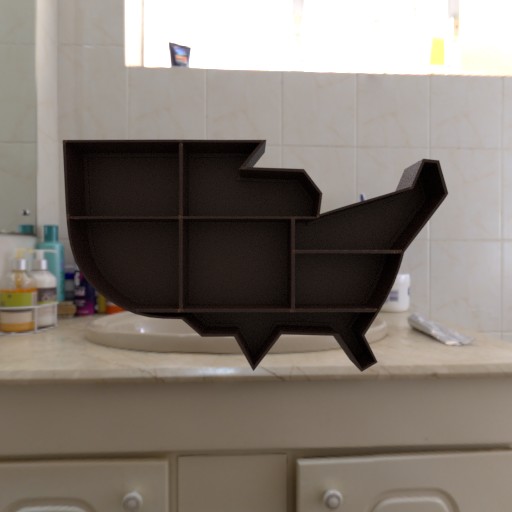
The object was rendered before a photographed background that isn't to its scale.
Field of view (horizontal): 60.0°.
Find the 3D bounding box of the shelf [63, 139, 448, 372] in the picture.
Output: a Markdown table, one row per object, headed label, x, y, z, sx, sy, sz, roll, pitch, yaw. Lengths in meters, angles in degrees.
| label | x | y | z | sx | sy | sz | roll | pitch | yaw |
| --- | --- | --- | --- | --- | --- | --- | --- | --- | --- |
| shelf | 0.000 | 0.000 | 0.893 | 0.729 | 0.439 | 0.112 | 0 | 0 | -1 |
